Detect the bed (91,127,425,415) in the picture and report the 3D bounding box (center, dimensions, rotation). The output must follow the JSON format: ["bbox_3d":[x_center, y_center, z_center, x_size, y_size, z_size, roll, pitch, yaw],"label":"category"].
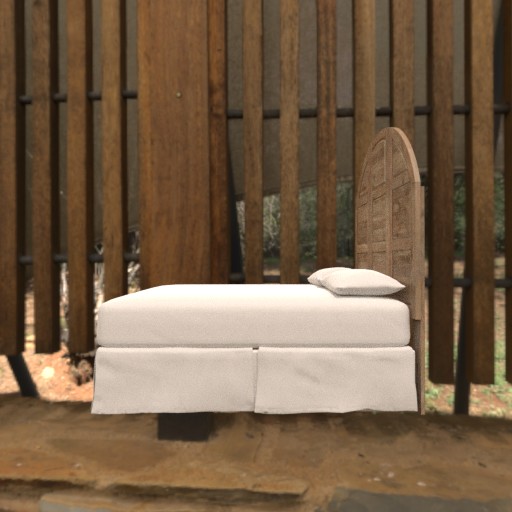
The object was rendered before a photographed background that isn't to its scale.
[{"bbox_3d":[0.000,0.000,3.571,2.112,2.002,1.713,0,-1,0],"label":"bed"}]
